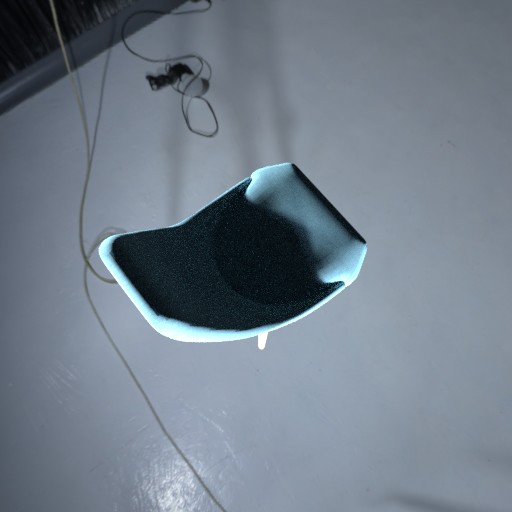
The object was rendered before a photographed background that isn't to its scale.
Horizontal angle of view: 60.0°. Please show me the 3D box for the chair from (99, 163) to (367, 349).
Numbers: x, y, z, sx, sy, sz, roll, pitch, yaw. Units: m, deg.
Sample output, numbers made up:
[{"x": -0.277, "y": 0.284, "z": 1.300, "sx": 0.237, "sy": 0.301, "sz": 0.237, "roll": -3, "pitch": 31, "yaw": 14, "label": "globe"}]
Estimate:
[{"x": 0.000, "y": 0.000, "z": 1.410, "sx": 0.660, "sy": 1.040, "sz": 0.510, "roll": -38, "pitch": 78, "yaw": -9, "label": "chair"}]
